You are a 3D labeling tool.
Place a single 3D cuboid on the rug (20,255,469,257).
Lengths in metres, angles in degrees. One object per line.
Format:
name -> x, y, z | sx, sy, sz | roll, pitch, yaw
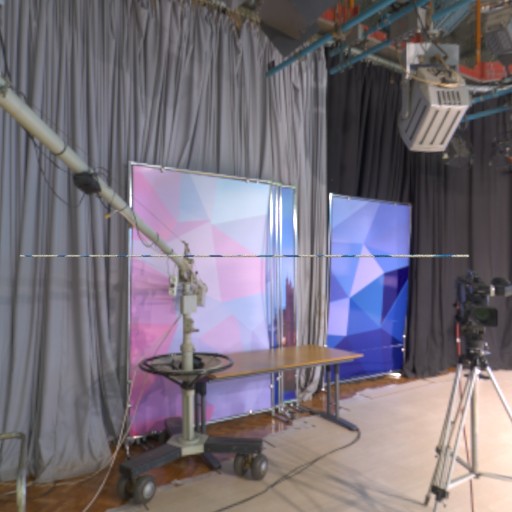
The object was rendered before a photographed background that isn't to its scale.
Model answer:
rug -> 0.000, 0.000, 2.275 | 1.830, 0.008, 1.225 | 0, 0, 18
